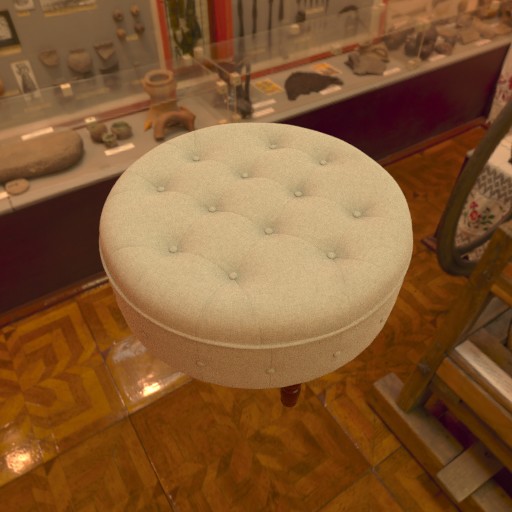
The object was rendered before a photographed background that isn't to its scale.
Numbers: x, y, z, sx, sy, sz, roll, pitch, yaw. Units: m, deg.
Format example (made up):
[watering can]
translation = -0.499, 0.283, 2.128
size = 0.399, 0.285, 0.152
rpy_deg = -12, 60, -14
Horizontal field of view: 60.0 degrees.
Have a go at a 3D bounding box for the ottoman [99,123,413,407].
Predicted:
[ottoman]
translation = 0.000, 0.000, 1.352
size = 0.849, 0.478, 0.849
rpy_deg = 0, 47, 0
